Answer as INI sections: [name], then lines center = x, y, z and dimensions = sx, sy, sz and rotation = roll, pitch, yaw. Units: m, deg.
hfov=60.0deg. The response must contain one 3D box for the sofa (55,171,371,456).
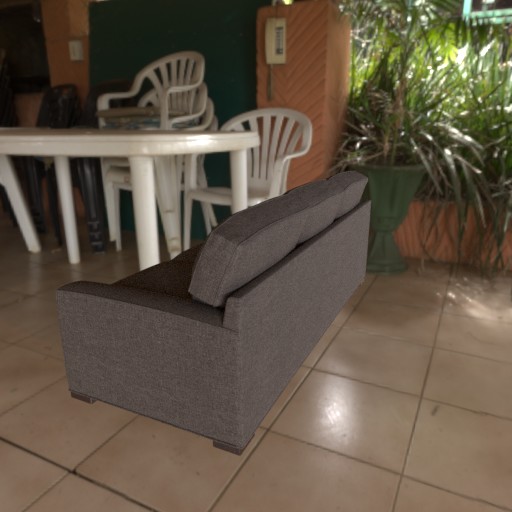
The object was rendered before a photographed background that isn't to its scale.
[sofa]
center = 0.000, 0.000, 2.921
dimensions = 1.004, 0.978, 2.369
rotation = 8, 19, 24
